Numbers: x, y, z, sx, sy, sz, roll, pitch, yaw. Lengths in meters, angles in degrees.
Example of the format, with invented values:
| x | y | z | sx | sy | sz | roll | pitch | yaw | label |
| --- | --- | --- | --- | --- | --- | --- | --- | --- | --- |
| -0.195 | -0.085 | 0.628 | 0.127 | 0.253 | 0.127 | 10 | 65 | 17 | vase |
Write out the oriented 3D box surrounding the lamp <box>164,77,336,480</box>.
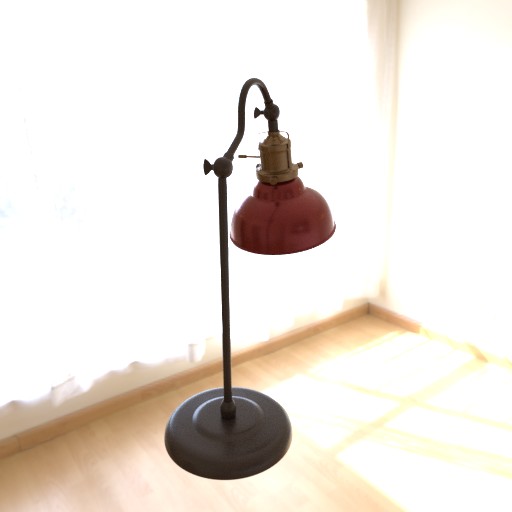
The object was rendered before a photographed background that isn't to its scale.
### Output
| x | y | z | sx | sy | sz | roll | pitch | yaw | label |
| --- | --- | --- | --- | --- | --- | --- | --- | --- | --- |
| 0.000 | 0.000 | 0.678 | 0.192 | 0.508 | 0.374 | 8 | 18 | 26 | lamp |
